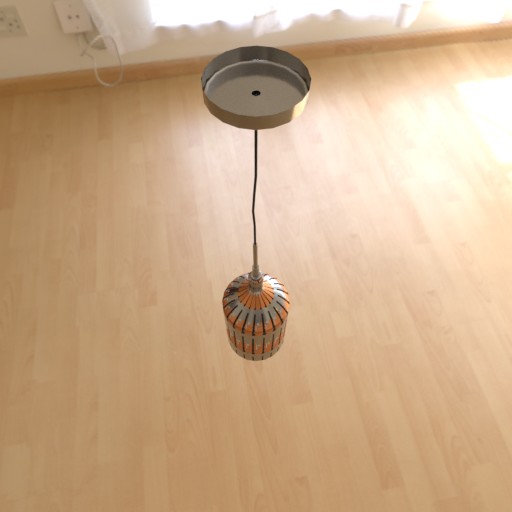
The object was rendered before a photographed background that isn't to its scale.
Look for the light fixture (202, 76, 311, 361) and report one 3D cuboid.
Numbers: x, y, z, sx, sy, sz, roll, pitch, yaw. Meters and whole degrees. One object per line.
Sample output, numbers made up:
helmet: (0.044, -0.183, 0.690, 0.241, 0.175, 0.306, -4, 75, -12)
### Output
light fixture: (0.000, 0.000, 1.656, 0.303, 1.535, 0.303, 0, 58, 0)
